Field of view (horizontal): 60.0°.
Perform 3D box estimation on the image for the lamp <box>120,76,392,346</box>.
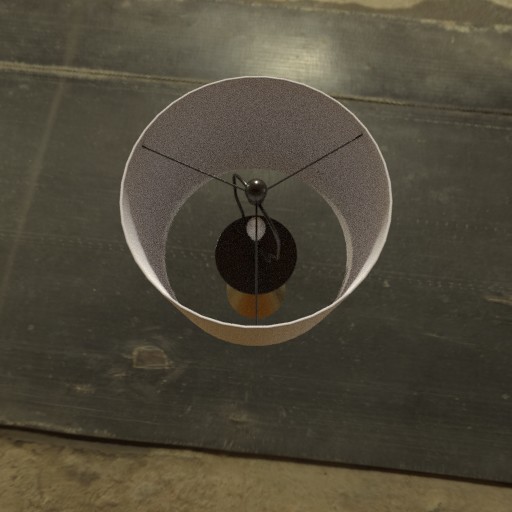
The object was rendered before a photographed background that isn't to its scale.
[{"bbox_3d":[0.000,0.000,0.753,0.304,0.573,0.304,-31,77,-8],"label":"lamp"}]
